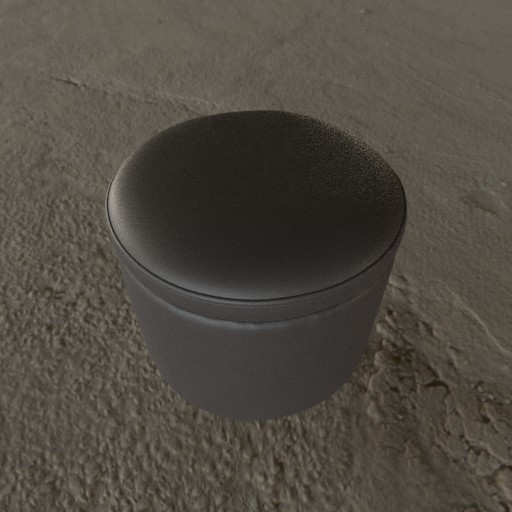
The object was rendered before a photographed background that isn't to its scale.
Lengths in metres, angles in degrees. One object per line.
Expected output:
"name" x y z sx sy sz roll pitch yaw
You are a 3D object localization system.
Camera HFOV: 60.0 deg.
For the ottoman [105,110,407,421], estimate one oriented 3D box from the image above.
"ottoman" 0.000 0.000 0.867 0.500 0.409 0.500 0 46 0
